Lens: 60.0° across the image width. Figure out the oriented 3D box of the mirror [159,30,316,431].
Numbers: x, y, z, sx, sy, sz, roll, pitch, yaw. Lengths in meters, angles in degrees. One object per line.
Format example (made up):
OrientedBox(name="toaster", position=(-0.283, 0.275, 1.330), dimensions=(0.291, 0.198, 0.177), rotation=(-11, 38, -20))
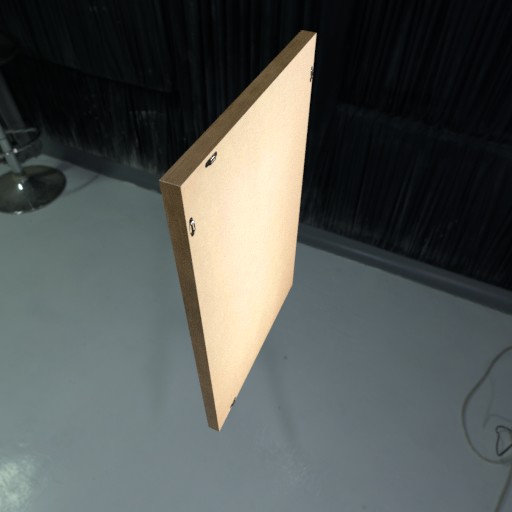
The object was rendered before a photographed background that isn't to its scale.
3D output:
OrientedBox(name="mirror", position=(0.000, 0.000, 1.165), dimensions=(0.041, 0.915, 0.609), rotation=(18, 50, 16))
